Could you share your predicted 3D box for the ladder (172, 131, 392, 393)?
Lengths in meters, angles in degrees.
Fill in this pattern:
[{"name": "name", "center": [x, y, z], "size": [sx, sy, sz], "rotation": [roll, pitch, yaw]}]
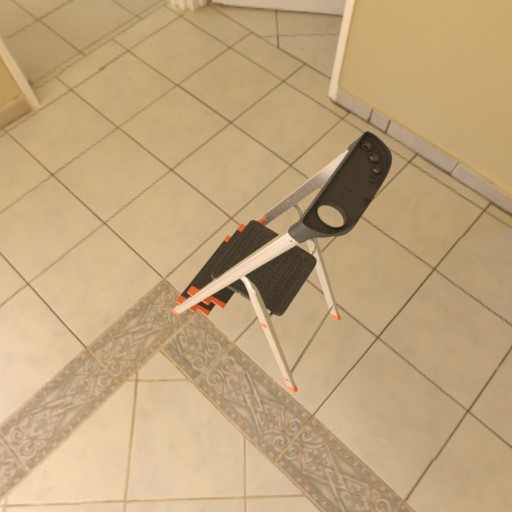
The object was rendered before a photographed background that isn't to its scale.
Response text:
[{"name": "ladder", "center": [0.000, 0.000, 1.542], "size": [0.686, 1.229, 0.416], "rotation": [31, 67, 14]}]
